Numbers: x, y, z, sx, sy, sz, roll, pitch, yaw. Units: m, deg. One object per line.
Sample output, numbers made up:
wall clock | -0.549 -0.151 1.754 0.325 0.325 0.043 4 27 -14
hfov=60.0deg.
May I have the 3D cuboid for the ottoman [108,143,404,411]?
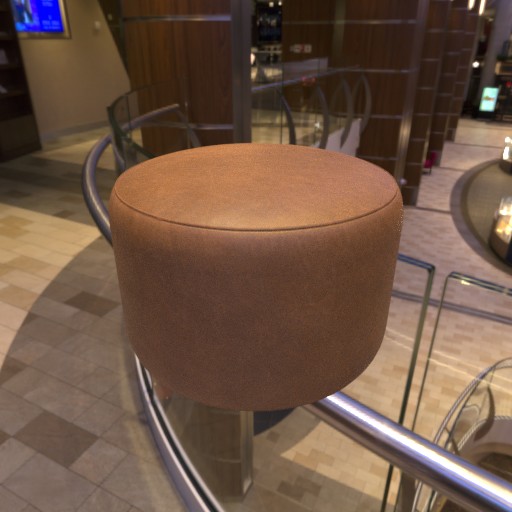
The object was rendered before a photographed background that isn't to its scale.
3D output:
ottoman | 0.000 0.000 1.009 0.607 0.438 0.607 0 26 0
